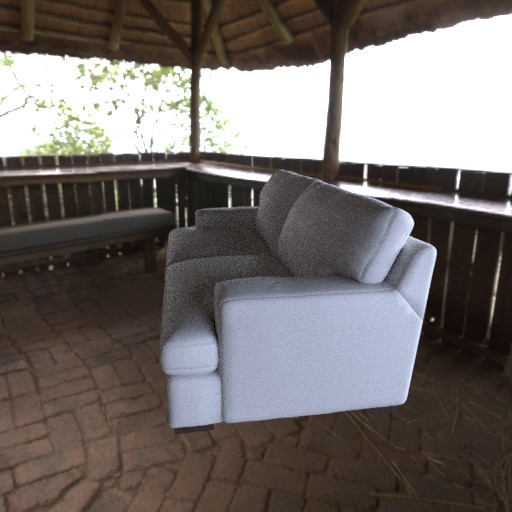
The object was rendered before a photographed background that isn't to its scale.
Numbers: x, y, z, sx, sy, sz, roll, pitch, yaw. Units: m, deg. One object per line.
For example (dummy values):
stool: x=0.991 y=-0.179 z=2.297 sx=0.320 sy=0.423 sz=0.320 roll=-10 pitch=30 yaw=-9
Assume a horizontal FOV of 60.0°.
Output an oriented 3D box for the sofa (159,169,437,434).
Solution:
sofa: x=0.000 y=0.000 z=2.809 sx=1.143 sy=0.940 sz=2.261 roll=-3 pitch=15 yaw=-10
